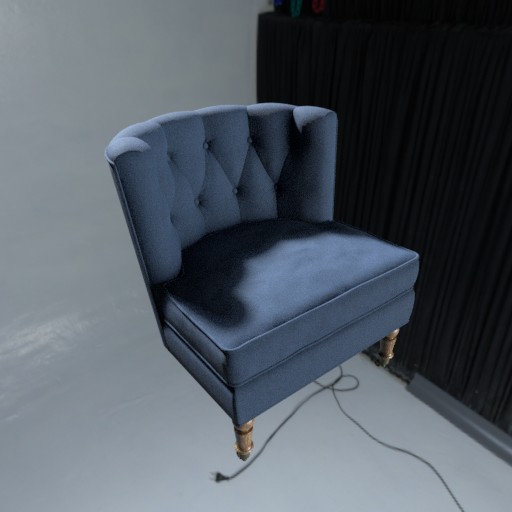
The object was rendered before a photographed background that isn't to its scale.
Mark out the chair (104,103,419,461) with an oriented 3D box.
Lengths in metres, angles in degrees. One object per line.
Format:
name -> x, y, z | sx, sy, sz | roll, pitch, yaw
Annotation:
chair -> 0.000, 0.000, 1.351 | 0.740, 0.771, 0.718 | -21, 36, -31
